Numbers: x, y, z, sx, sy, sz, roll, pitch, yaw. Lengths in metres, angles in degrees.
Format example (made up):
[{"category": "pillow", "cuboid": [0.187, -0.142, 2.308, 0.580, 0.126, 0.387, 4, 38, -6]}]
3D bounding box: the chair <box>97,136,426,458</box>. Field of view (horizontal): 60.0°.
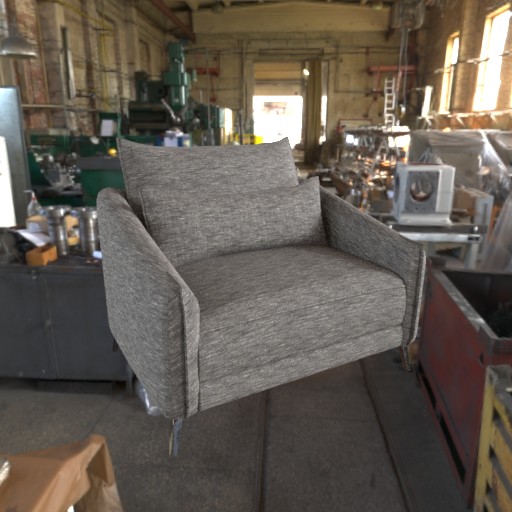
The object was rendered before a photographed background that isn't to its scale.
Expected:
[{"category": "chair", "cuboid": [0.000, 0.000, 1.629, 1.004, 0.842, 0.805, -9, 18, -29]}]
